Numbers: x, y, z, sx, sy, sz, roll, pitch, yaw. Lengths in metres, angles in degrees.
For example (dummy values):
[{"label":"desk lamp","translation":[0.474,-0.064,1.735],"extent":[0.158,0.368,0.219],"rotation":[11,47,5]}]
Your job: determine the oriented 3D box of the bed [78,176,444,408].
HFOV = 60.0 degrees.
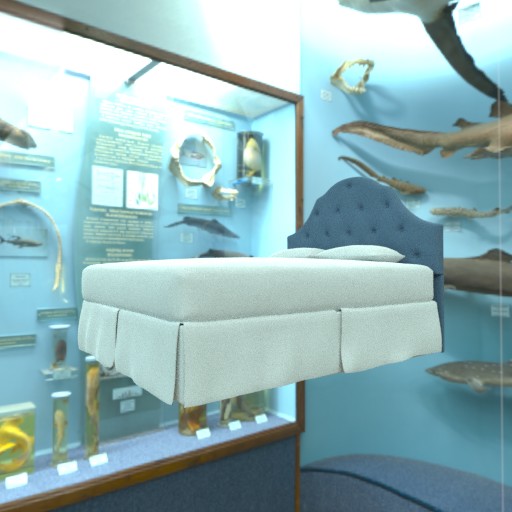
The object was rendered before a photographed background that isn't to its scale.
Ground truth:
[{"label":"bed","translation":[0.000,0.000,3.775],"extent":[2.477,1.617,2.039],"rotation":[1,-1,-36]}]
